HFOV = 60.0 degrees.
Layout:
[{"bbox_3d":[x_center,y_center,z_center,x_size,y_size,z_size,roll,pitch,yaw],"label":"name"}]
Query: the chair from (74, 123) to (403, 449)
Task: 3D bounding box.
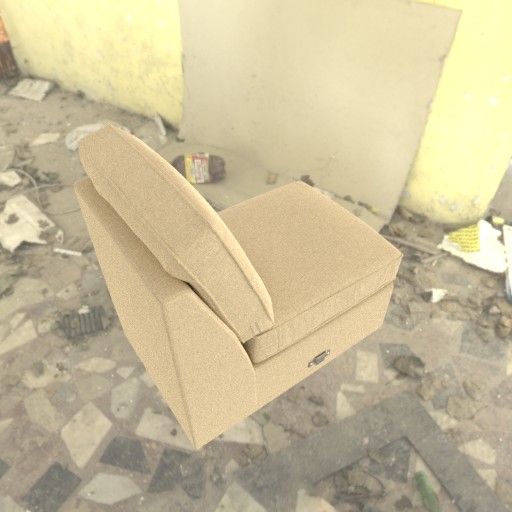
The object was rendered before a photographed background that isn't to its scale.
[{"bbox_3d":[0.000,0.000,1.575,0.938,0.970,0.621,-26,48,-25],"label":"chair"}]
